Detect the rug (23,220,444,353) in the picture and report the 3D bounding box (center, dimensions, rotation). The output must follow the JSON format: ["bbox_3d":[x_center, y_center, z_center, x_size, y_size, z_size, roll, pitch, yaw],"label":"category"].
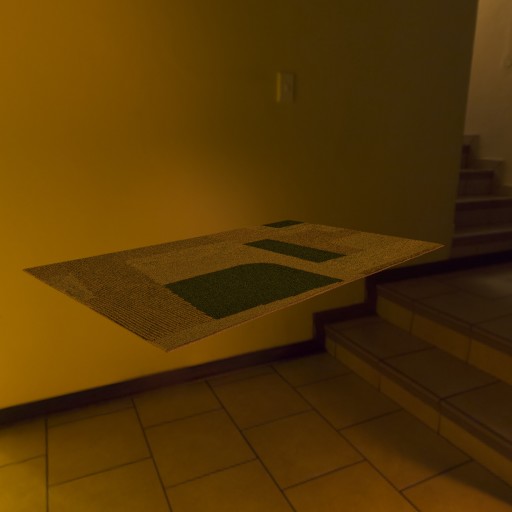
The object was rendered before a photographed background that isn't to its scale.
[{"bbox_3d":[0.000,0.000,2.964,1.521,0.015,2.436,14,20,43],"label":"rug"}]
